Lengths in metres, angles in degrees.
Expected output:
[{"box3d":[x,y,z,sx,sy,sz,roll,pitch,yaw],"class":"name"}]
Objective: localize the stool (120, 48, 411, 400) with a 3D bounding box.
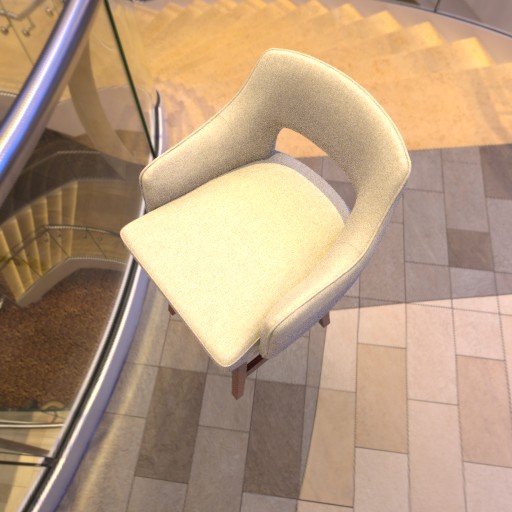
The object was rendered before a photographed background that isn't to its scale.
[{"box3d":[0.000,0.000,1.260,0.560,0.936,0.550,-36,69,-16],"class":"stool"}]
